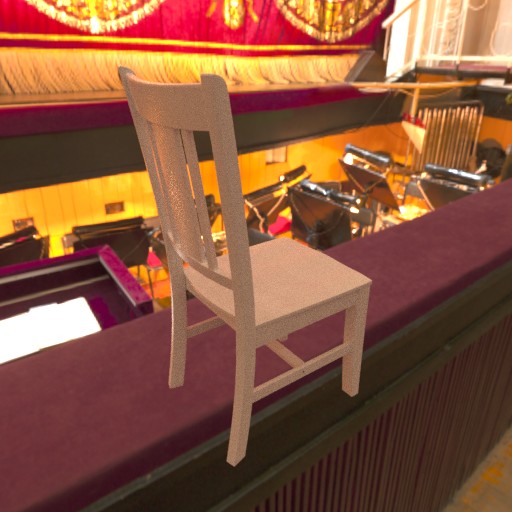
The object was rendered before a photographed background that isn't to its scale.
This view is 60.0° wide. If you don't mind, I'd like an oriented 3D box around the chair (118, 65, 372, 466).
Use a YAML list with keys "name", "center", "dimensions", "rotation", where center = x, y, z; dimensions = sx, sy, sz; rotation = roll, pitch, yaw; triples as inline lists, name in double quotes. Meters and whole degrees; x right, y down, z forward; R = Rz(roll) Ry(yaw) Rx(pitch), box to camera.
- name: "chair"
  center: [0.000, 0.000, 1.264]
  dimensions: [0.555, 0.998, 0.450]
  rotation: [-17, 30, -32]
